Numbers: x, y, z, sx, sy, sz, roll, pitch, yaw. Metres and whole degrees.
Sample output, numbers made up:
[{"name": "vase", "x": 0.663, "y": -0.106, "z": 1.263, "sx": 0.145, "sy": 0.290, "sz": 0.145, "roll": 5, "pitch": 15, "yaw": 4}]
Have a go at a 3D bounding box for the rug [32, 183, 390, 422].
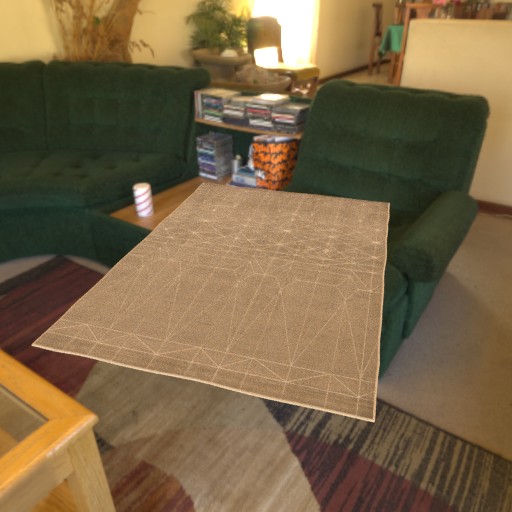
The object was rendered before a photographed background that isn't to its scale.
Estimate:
[{"name": "rug", "x": 0.000, "y": 0.000, "z": 4.321, "sx": 2.449, "sy": 0.019, "sz": 3.357, "roll": 8, "pitch": 32, "yaw": 14}]
